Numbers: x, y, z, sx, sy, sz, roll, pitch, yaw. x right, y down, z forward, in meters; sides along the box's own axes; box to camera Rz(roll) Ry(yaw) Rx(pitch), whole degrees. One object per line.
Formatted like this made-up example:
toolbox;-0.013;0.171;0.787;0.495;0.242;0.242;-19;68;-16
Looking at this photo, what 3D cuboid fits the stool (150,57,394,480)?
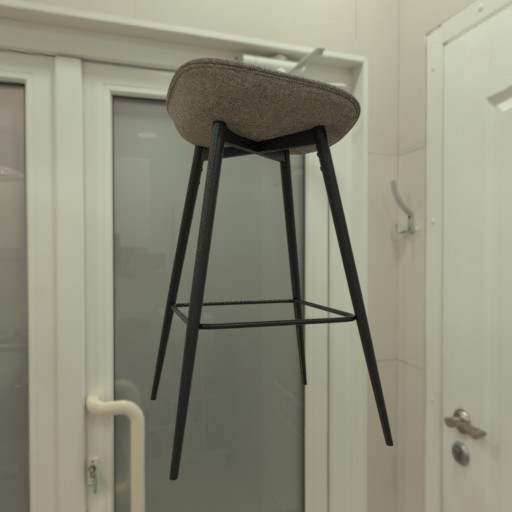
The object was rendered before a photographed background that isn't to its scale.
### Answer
stool;0.000;0.000;1.100;0.480;0.814;0.469;0;1;-18
